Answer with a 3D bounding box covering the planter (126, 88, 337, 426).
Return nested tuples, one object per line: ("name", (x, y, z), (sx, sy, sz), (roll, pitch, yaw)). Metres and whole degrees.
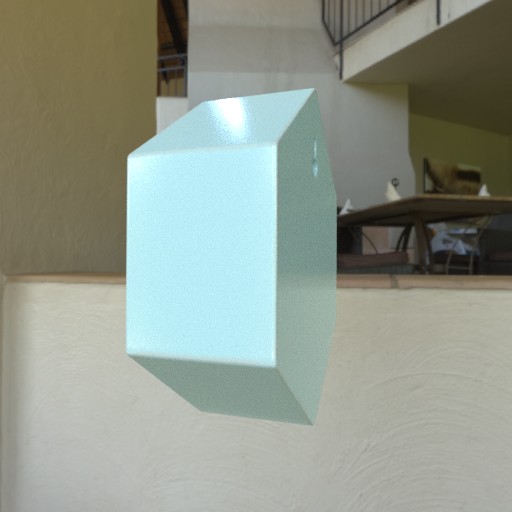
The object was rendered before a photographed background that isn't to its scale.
("planter", (0.000, 0.000, 0.284), (0.078, 0.207, 0.169), (0, -1, 19))
